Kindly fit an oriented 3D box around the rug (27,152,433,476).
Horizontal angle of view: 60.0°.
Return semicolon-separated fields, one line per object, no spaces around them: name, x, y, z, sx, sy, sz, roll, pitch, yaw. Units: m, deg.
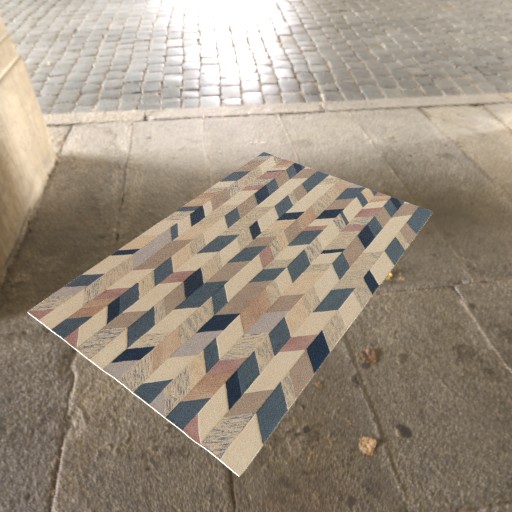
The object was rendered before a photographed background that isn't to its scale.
rug;0.000;0.000;2.254;1.202;0.006;1.813;26;48;26
